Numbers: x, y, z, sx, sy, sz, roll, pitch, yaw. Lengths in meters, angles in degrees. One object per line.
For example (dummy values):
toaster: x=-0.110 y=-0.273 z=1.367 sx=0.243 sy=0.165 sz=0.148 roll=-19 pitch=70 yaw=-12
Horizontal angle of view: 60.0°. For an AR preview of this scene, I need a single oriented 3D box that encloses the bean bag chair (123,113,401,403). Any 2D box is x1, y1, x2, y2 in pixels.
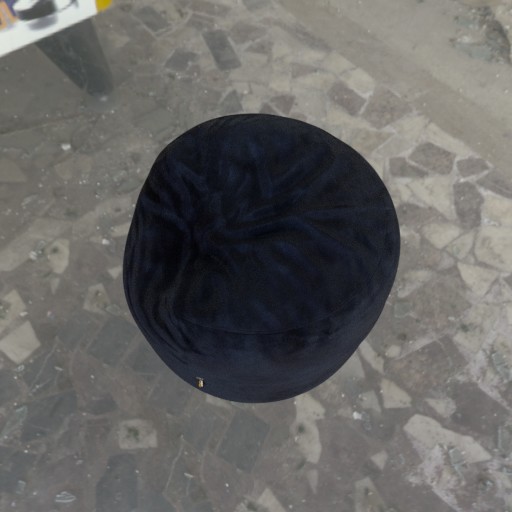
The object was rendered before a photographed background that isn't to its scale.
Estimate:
bean bag chair: x=0.000 y=0.000 z=1.543 sx=0.918 sy=0.616 sz=0.918 roll=0 pitch=60 yaw=0
